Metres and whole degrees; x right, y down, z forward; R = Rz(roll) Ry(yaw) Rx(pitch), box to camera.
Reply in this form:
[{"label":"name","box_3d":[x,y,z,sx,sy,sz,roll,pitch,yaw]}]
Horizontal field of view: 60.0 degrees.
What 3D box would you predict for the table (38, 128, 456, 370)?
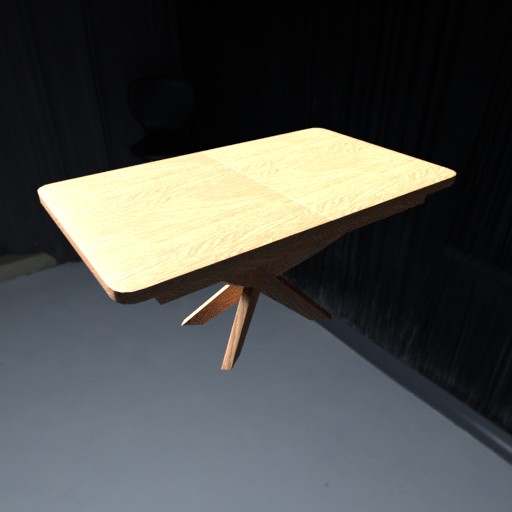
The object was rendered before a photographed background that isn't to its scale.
[{"label":"table","box_3d":[0.000,0.000,2.119,1.600,0.770,0.950,-20,37,-30]}]
